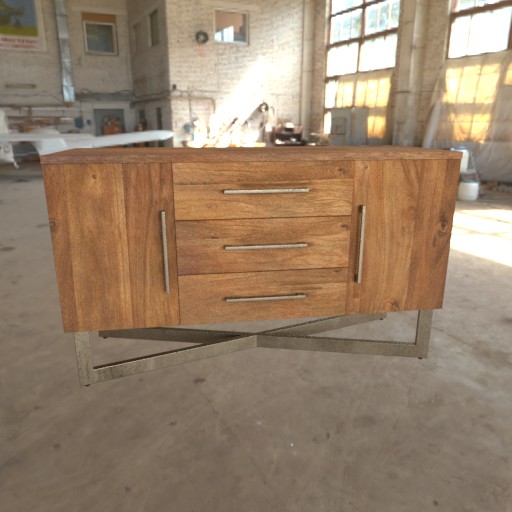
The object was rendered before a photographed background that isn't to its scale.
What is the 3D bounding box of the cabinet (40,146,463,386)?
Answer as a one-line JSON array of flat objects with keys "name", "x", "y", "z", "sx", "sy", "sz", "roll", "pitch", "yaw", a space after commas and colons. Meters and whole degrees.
[{"name": "cabinet", "x": 0.000, "y": 0.000, "z": 1.742, "sx": 1.373, "sy": 0.812, "sz": 0.480, "roll": -2, "pitch": 17, "yaw": -8}]
